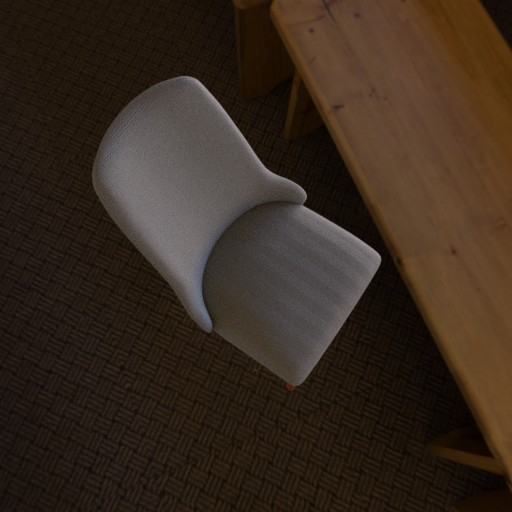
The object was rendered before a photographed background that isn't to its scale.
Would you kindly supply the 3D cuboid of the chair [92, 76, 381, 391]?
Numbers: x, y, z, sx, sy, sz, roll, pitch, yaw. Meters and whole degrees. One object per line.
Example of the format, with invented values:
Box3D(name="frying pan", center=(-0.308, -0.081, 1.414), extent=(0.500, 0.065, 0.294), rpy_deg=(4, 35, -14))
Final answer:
Box3D(name="chair", center=(0.000, 0.000, 1.337), extent=(0.707, 0.918, 0.535), rpy_deg=(35, 78, 8))
